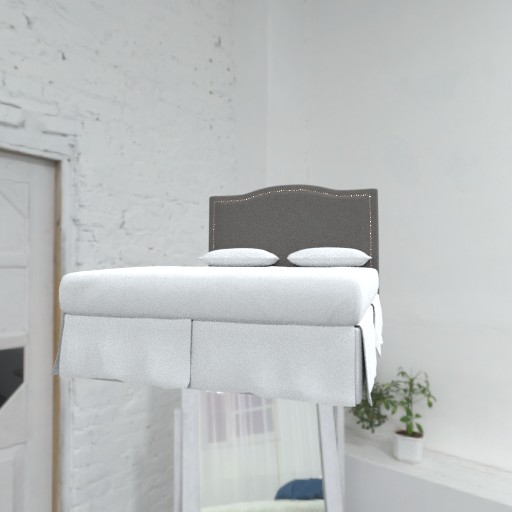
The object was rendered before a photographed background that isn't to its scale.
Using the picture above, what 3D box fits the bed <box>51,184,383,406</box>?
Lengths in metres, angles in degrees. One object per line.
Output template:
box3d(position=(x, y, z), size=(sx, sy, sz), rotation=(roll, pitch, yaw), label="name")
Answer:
box3d(position=(0.000, 0.000, 3.362), size=(1.821, 1.436, 2.282), rotation=(0, -1, 18), label="bed")
